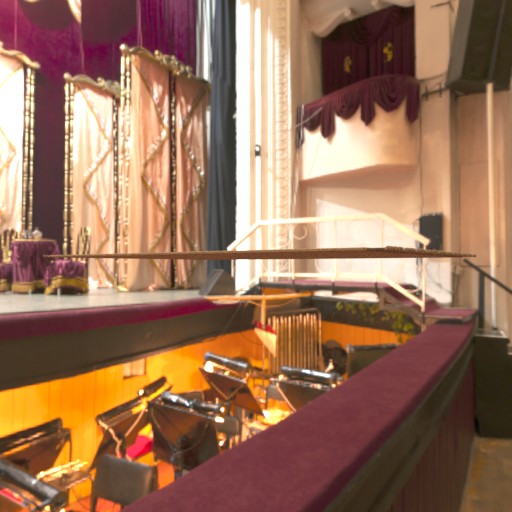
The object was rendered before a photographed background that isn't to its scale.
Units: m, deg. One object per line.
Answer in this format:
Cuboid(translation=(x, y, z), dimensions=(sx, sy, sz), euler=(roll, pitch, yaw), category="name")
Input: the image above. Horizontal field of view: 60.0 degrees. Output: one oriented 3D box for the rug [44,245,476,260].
Cuboid(translation=(0.000, 0.000, 2.195), dimensions=(1.771, 0.015, 1.223), euler=(-1, -2, 36), category="rug")
